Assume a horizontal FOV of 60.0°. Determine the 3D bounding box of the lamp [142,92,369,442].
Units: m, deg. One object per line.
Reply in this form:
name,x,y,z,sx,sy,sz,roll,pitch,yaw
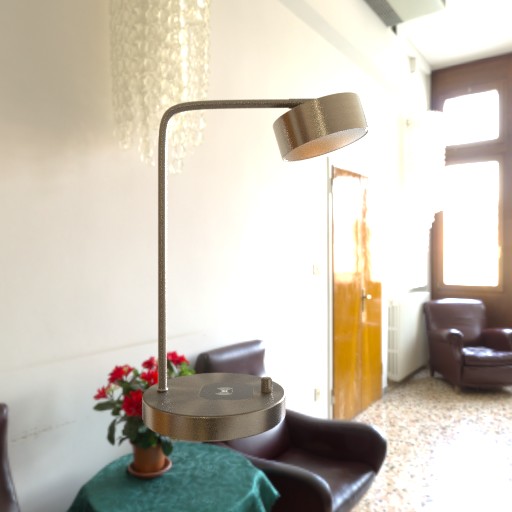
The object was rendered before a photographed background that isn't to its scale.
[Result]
lamp,0.000,0.000,0.663,0.334,0.469,0.211,0,0,1
